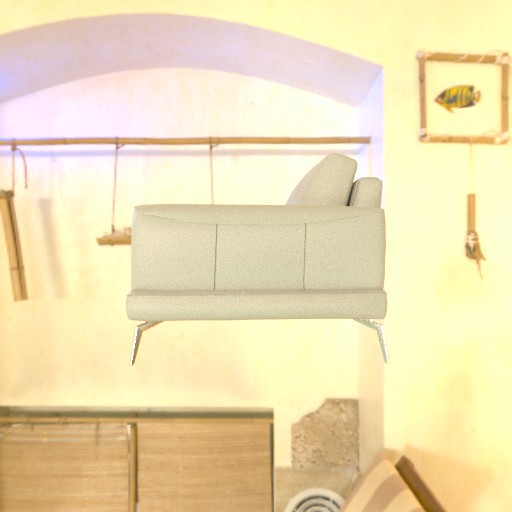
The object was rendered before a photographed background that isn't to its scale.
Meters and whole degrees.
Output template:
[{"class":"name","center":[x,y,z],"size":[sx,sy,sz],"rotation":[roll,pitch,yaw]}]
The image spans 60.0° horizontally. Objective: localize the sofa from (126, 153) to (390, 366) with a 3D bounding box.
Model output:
[{"class":"sofa","center":[0.000,0.000,2.837],"size":[1.121,0.930,2.177],"rotation":[0,-1,-1]}]
